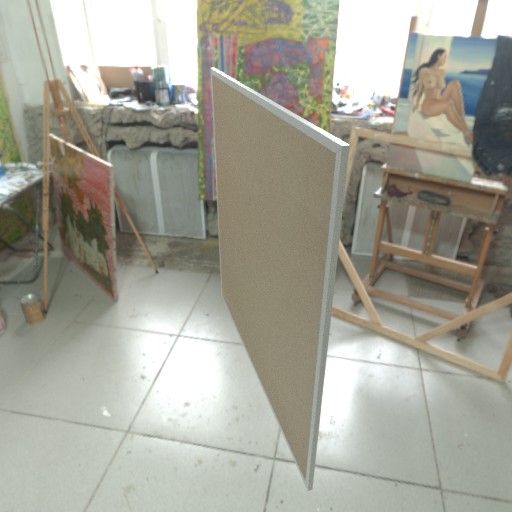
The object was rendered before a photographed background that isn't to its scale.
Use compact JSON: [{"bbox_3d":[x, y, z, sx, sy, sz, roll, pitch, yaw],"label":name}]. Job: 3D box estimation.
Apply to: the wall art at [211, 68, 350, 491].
[{"bbox_3d":[0.000,0.000,0.651,0.007,0.456,0.456,-9,32,-16],"label":"wall art"}]
